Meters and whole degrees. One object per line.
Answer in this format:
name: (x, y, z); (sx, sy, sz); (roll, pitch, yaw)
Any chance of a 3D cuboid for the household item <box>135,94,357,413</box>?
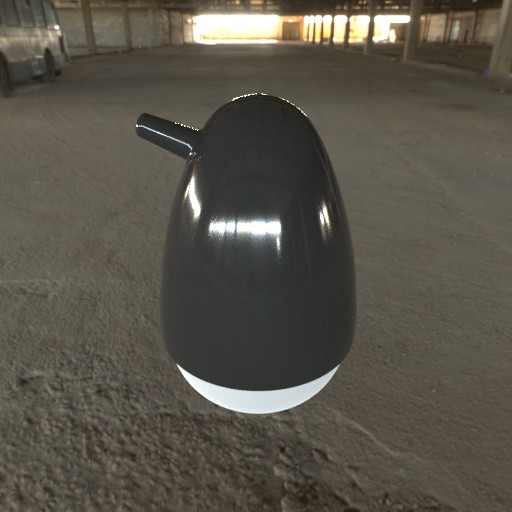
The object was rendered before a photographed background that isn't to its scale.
household item: (0.000, 0.000, 0.220); (0.104, 0.152, 0.102); (0, 27, 0)
